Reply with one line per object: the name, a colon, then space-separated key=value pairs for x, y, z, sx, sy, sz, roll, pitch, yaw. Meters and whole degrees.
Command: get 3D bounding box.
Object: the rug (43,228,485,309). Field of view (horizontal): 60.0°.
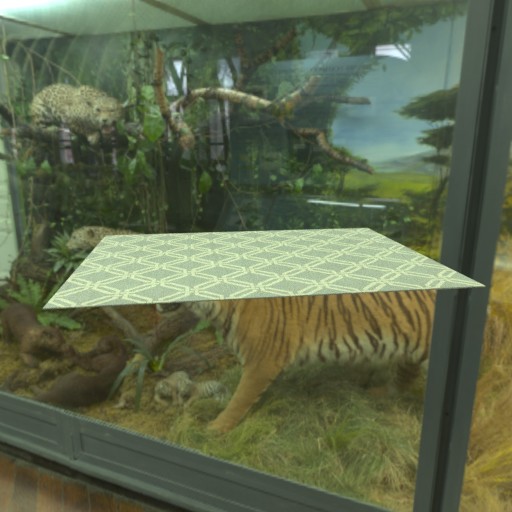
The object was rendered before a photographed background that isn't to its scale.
rug: x=0.000 y=0.000 z=4.477 sx=3.353 sy=0.013 sz=2.438 roll=-2 pitch=15 yaw=-8
